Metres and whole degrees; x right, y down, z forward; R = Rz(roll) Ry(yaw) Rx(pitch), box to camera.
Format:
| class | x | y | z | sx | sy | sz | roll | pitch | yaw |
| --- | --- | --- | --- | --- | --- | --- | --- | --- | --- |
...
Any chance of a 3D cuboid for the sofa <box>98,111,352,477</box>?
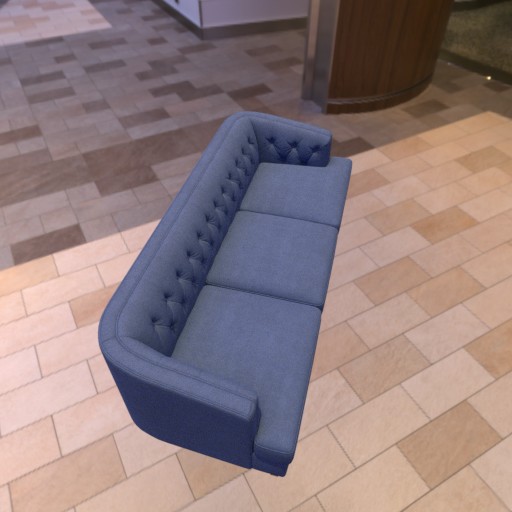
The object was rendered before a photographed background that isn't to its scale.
| class | x | y | z | sx | sy | sz | roll | pitch | yaw |
| --- | --- | --- | --- | --- | --- | --- | --- | --- | --- |
| sofa | 0.000 | 0.000 | 2.674 | 0.914 | 0.787 | 2.235 | 11 | 46 | 10 |
